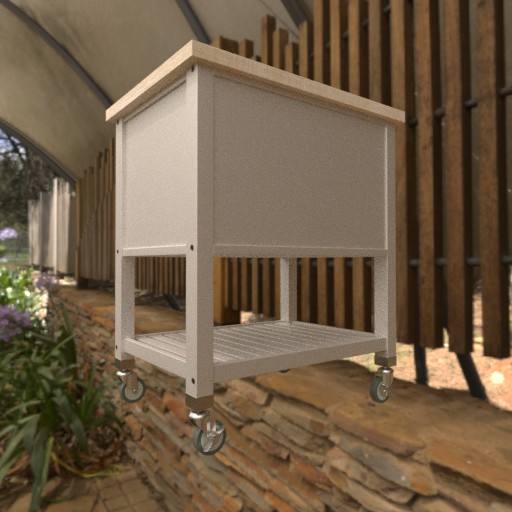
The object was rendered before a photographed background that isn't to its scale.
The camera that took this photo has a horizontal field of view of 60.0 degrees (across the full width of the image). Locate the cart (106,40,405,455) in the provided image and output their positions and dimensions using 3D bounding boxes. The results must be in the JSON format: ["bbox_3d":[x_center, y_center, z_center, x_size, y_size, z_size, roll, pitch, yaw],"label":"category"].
[{"bbox_3d":[0.000,0.000,1.394,0.762,0.914,0.559,1,-1,-37],"label":"cart"}]
